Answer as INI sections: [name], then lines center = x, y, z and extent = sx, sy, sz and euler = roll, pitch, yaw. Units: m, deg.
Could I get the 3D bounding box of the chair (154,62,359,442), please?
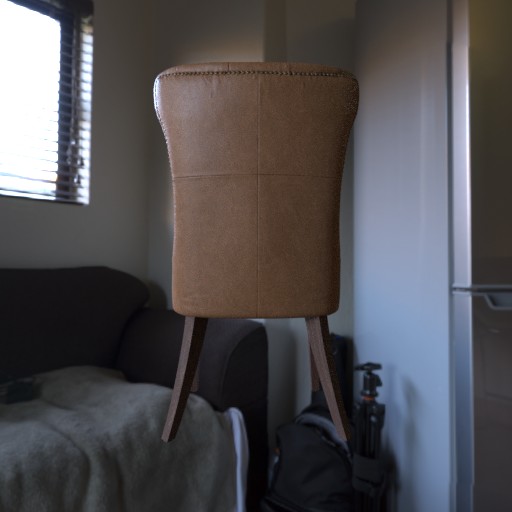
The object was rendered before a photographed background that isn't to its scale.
[chair]
center = 0.000, 0.000, 1.488
extent = 0.611, 1.065, 0.669
euler = 0, -1, -1
